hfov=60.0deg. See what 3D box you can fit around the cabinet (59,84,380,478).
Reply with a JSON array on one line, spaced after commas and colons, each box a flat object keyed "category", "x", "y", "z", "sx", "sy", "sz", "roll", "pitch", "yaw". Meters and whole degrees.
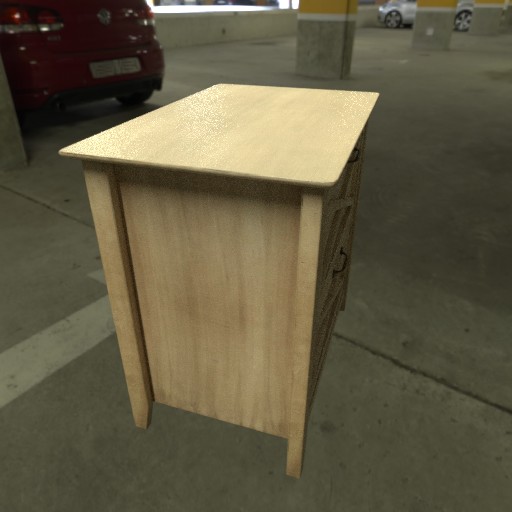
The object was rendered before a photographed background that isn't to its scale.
[{"category": "cabinet", "x": 0.000, "y": 0.000, "z": 1.227, "sx": 0.503, "sy": 0.762, "sz": 0.763, "roll": 10, "pitch": 32, "yaw": 16}]
